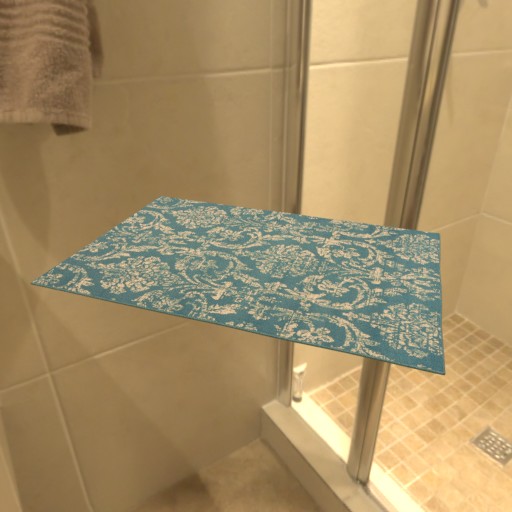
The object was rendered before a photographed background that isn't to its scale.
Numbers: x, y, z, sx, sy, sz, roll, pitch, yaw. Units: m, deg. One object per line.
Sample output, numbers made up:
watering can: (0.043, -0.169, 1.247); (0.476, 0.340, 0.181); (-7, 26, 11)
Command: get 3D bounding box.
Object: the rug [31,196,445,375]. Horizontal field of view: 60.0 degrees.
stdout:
rug: (0.000, 0.000, 2.325); (1.833, 0.012, 1.211); (9, 30, 17)
